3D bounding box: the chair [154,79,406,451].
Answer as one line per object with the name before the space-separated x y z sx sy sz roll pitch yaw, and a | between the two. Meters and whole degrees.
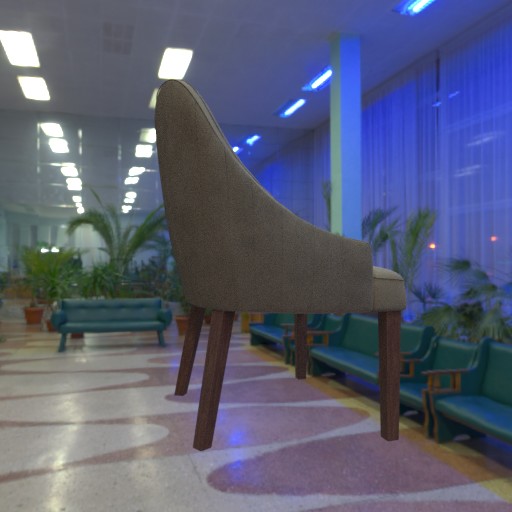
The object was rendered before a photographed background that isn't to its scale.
chair | 0.000 0.000 1.282 0.575 0.889 0.643 0 -1 -16
